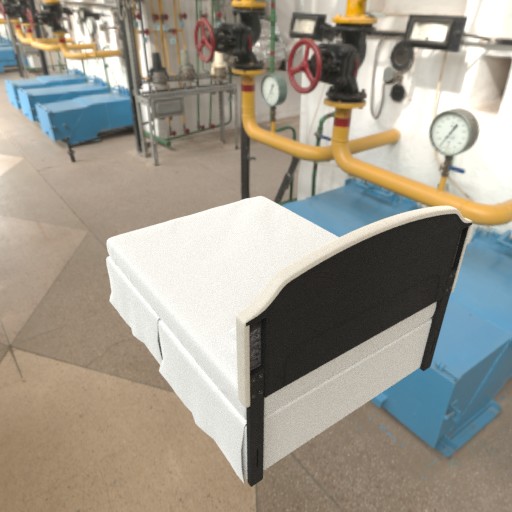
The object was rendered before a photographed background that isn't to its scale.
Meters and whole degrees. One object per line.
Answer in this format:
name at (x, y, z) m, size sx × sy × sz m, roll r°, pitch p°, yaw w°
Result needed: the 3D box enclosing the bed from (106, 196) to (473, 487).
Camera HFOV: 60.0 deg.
bed at (0.000, 0.000, 2.984) m, size 1.558 × 1.270 × 1.999 m, roll -20°, pitch 36°, yaw -30°
